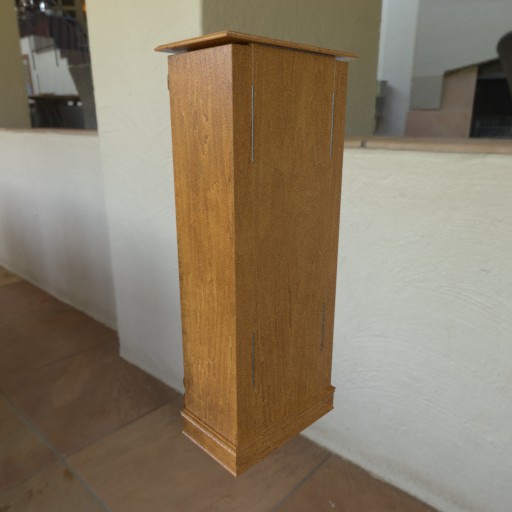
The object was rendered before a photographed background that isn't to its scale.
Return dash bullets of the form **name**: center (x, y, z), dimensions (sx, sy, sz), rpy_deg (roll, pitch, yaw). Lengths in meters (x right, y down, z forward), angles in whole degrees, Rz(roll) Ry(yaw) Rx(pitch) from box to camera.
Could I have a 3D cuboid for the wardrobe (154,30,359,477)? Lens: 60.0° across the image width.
- **wardrobe**: center (0.000, 0.000, 1.131), dimensions (0.406, 0.959, 0.273), rpy_deg (-15, 22, -42)
